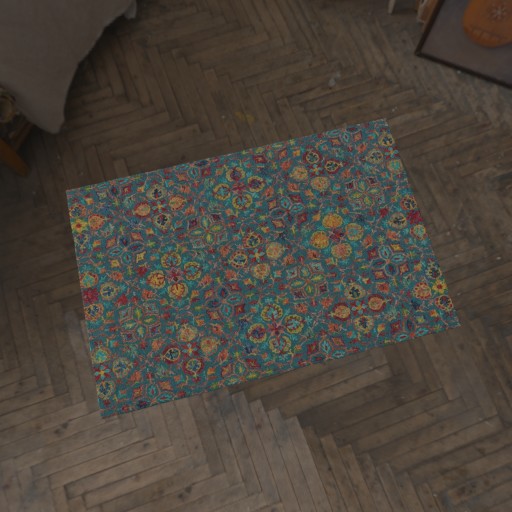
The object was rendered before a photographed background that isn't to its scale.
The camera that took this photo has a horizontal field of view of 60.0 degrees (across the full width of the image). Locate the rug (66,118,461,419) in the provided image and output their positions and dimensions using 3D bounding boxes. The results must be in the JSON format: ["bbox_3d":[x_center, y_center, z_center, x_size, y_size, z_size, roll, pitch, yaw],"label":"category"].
[{"bbox_3d":[0.000,0.000,2.328,1.836,0.014,1.216,-14,76,-3],"label":"rug"}]
